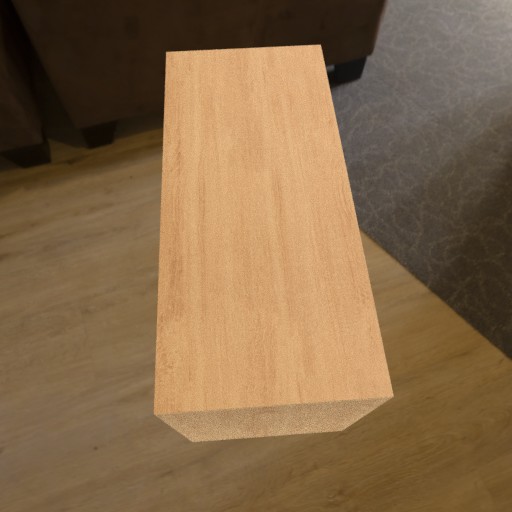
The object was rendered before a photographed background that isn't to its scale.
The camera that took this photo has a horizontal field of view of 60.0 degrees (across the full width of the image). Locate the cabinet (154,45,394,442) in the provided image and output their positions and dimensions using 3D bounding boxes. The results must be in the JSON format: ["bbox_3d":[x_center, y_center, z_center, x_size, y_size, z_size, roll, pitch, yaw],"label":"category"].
[{"bbox_3d":[0.000,0.000,1.522,0.500,0.780,1.110,-4,62,-2],"label":"cabinet"}]
